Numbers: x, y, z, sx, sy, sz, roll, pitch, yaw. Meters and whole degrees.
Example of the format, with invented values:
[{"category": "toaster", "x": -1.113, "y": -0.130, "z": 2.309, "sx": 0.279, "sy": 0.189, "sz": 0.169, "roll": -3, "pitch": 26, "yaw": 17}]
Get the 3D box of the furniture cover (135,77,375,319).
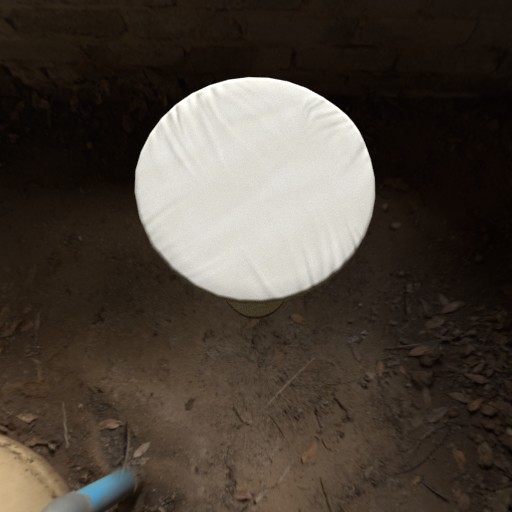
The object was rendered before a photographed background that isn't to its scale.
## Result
[{"category": "furniture cover", "x": 0.000, "y": 0.000, "z": 2.842, "sx": 0.914, "sy": 2.413, "sz": 0.914, "roll": -32, "pitch": 79, "yaw": -7}]
